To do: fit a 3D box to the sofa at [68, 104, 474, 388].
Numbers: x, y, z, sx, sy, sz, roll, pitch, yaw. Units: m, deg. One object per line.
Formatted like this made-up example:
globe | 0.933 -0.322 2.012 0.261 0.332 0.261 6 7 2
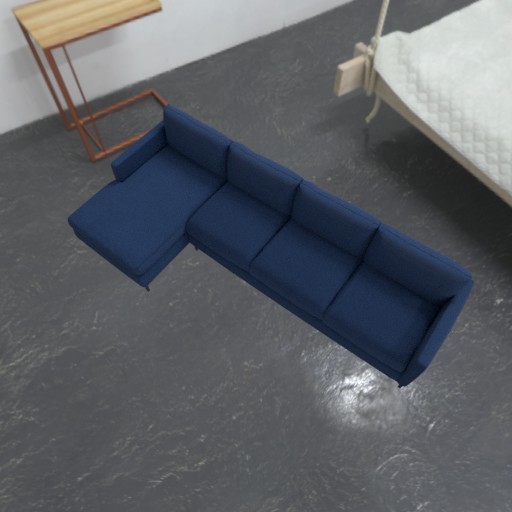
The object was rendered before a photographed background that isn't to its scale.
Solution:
sofa | 0.000 0.000 2.892 2.450 0.679 1.128 33 65 18
